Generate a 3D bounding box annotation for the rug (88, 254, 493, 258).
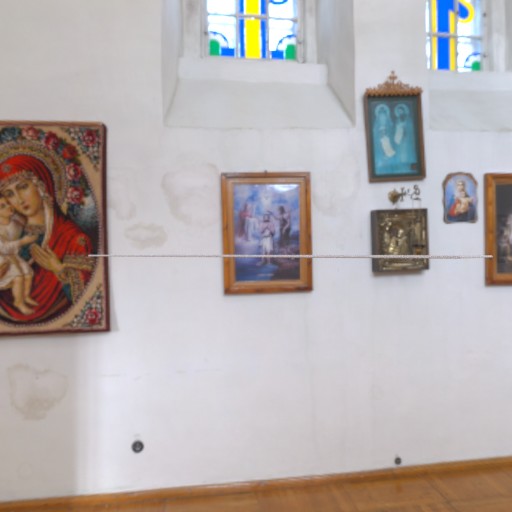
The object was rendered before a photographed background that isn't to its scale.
[{"bbox_3d":[0.000,0.000,2.509,2.294,0.011,0.666,0,0,37],"label":"rug"}]
